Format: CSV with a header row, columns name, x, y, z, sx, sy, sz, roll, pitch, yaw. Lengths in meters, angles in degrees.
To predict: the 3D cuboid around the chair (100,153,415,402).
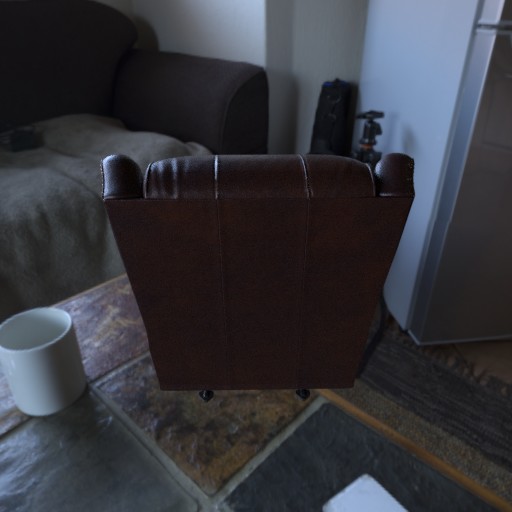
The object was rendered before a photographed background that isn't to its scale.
name,x,y,z,sx,sy,sz,roll,pitch,yaw
chair,0.000,0.000,1.805,0.869,1.084,1.008,-1,31,-1
